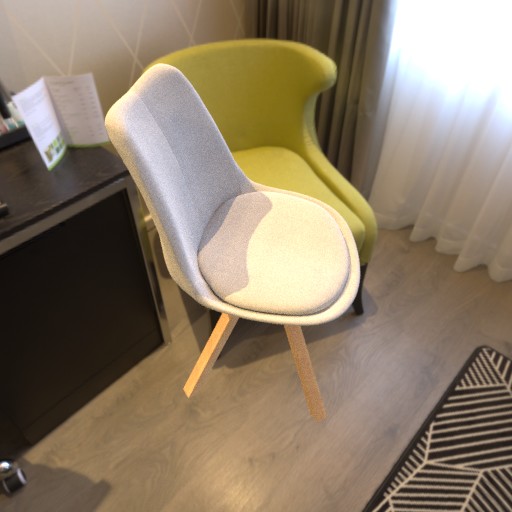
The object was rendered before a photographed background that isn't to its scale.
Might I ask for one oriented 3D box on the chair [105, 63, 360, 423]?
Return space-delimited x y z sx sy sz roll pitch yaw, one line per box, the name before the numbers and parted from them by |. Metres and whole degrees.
chair | 0.000 0.000 1.169 0.549 0.863 0.474 9 46 9
